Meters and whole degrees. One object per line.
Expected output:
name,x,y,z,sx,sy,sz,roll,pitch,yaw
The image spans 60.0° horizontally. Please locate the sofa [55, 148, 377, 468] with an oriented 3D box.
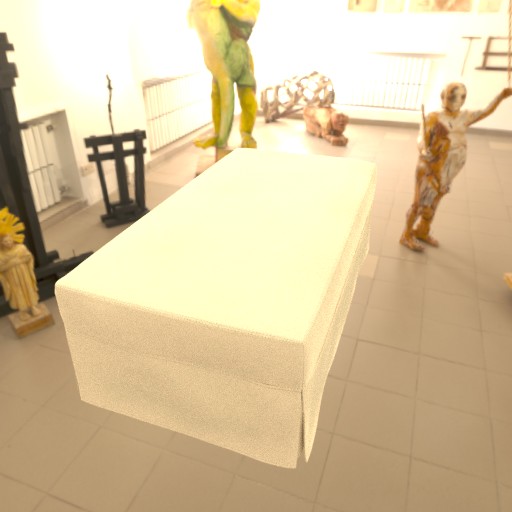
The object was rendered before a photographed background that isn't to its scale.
sofa,0.000,0.000,2.114,0.939,0.552,1.677,10,32,17
